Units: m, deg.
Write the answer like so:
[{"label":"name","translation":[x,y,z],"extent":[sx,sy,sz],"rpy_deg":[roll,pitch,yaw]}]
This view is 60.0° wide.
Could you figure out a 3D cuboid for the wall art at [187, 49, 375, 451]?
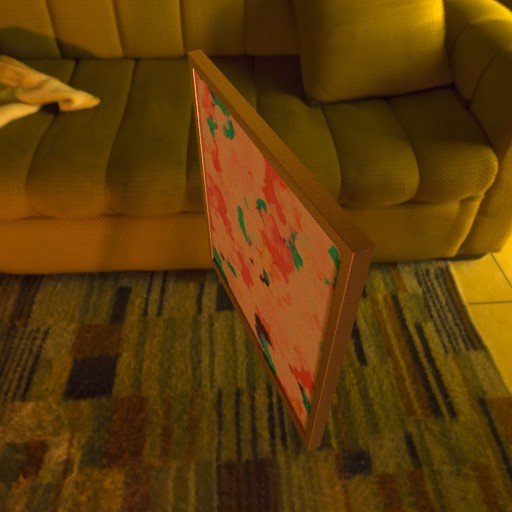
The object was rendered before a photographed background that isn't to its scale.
[{"label":"wall art","translation":[0.000,0.000,1.153],"extent":[0.036,0.765,0.767],"rpy_deg":[-18,49,-16]}]
